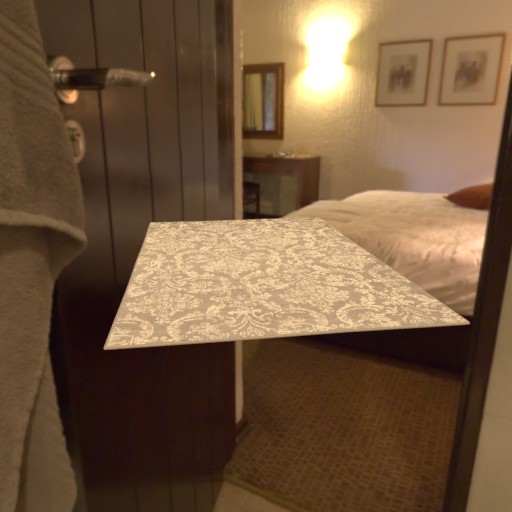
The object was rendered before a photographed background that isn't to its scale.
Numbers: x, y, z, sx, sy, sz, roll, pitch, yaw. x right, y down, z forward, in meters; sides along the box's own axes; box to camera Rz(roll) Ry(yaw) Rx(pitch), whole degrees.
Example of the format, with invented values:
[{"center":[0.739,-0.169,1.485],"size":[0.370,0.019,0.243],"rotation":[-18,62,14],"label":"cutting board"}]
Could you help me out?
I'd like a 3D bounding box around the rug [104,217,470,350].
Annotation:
[{"center":[0.000,0.000,3.447],"size":[1.819,0.018,2.746],"rotation":[-2,17,-8],"label":"rug"}]
